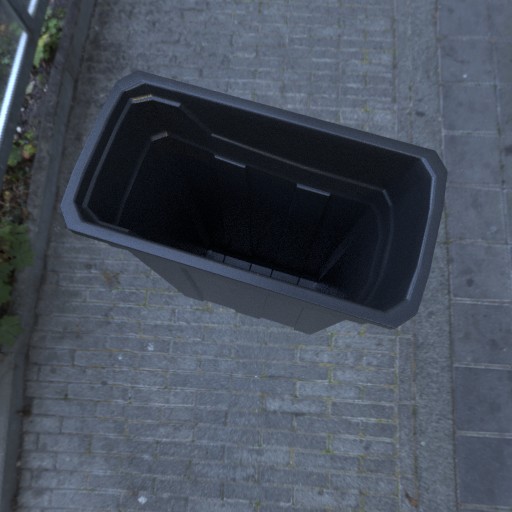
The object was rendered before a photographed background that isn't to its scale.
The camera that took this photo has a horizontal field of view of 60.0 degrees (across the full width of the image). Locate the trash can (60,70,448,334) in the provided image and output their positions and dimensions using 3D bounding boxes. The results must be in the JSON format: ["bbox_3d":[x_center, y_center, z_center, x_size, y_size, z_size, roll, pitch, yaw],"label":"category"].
[{"bbox_3d":[0.000,0.000,1.023,0.559,0.762,0.281,17,75,4],"label":"trash can"}]
